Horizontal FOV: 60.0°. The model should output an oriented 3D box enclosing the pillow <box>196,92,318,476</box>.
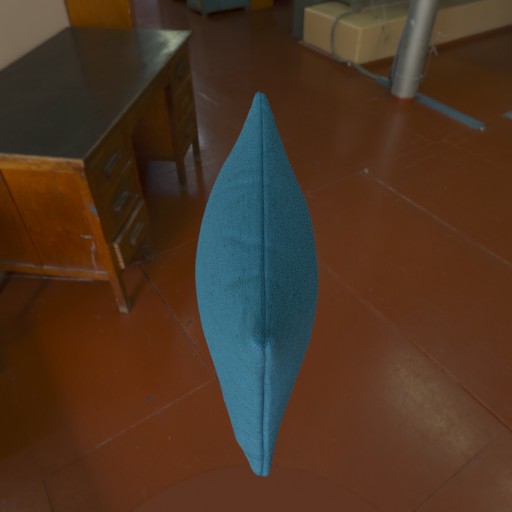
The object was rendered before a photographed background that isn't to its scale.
[{"bbox_3d":[0.000,0.000,0.791,0.210,0.338,0.633,0,43,0],"label":"pillow"}]
